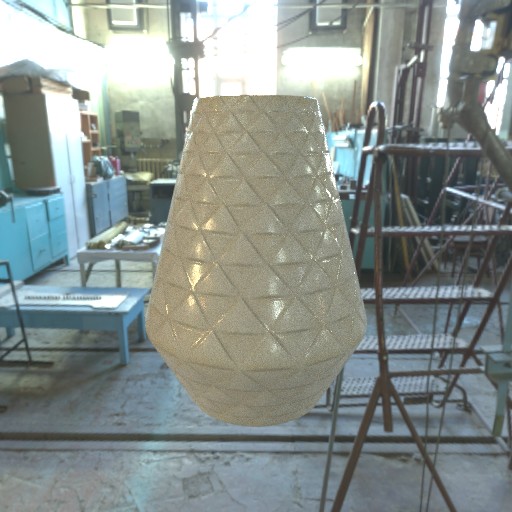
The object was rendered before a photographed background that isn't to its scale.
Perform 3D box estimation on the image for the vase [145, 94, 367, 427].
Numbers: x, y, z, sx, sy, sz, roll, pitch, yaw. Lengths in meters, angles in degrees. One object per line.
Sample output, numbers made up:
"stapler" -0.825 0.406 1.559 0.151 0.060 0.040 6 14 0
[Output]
"vase" 0.000 0.000 0.346 0.175 0.230 0.175 0 15 0
